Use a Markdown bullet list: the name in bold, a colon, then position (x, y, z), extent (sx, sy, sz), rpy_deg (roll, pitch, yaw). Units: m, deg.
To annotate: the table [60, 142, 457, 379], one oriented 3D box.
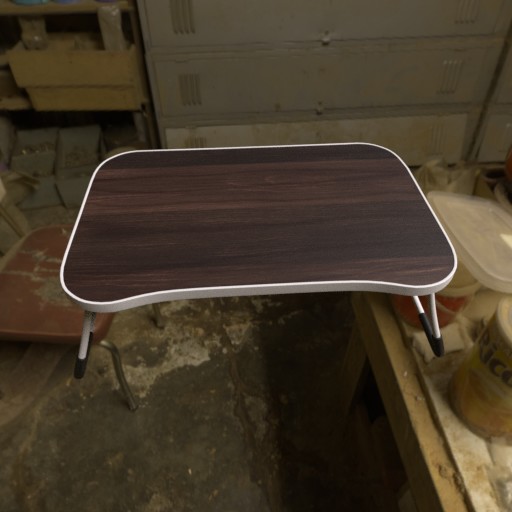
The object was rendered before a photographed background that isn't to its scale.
- **table**: position (0.000, 0.000, 0.835), extent (0.660, 0.232, 0.400), rpy_deg (-3, 44, -3)
